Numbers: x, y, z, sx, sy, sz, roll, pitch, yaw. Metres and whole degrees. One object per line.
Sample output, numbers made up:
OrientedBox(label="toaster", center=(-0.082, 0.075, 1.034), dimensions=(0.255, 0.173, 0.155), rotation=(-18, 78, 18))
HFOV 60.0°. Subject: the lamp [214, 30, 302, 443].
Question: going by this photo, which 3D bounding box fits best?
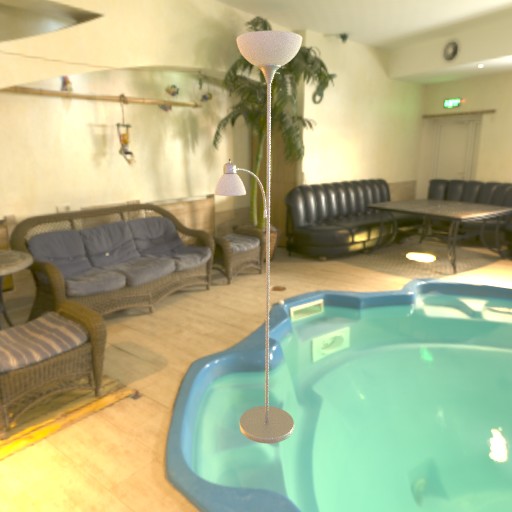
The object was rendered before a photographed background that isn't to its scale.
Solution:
OrientedBox(label="lamp", center=(0.000, 0.000, 1.979), dimensions=(0.425, 1.804, 0.279), rotation=(-13, 19, -43))
